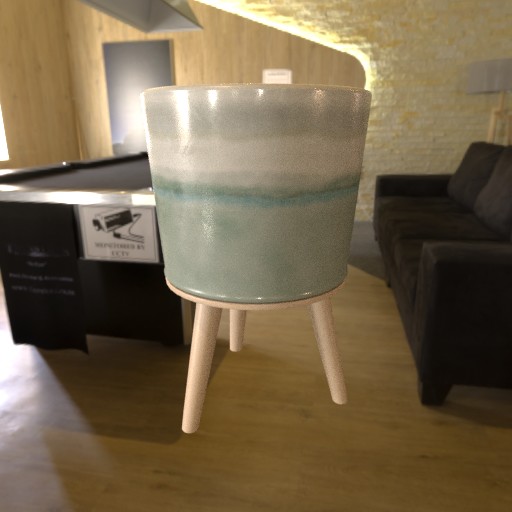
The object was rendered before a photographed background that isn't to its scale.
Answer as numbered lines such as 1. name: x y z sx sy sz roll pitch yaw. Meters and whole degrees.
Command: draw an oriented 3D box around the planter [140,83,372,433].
1. planter: 0.000 0.000 0.580 0.265 0.404 0.265 8 19 25
